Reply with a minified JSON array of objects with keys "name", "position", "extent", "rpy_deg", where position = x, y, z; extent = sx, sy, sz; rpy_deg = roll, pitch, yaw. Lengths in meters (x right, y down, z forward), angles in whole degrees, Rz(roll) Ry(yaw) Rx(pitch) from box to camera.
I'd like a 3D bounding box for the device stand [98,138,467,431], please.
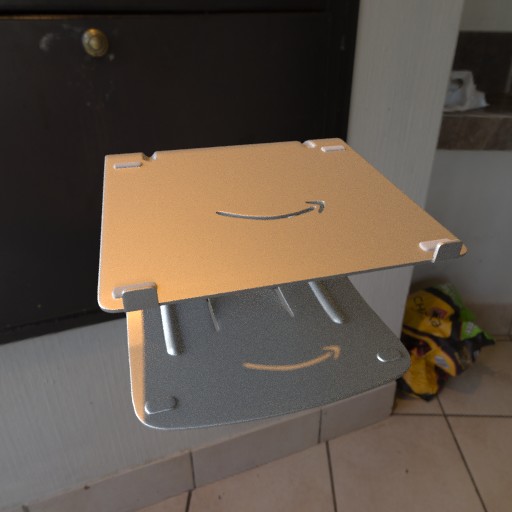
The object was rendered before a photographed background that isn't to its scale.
[{"name":"device stand","position":[0.000,0.000,0.400],"extent":[0.256,0.155,0.236],"rpy_deg":[-8,29,-15]}]
